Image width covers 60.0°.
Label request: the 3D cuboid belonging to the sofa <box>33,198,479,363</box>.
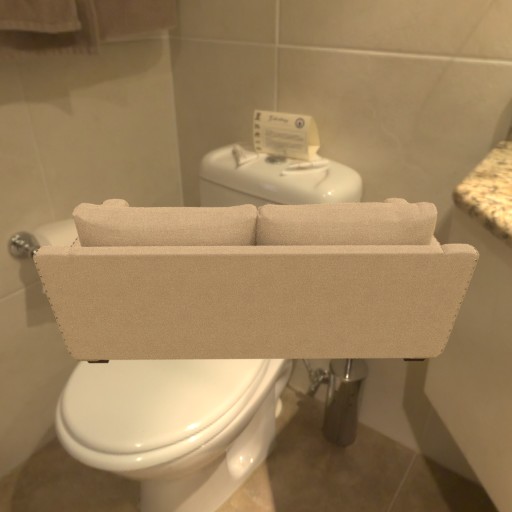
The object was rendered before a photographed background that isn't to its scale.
[{"bbox_3d":[0.000,0.000,2.717,2.107,0.983,1.104,0,31,0],"label":"sofa"}]
